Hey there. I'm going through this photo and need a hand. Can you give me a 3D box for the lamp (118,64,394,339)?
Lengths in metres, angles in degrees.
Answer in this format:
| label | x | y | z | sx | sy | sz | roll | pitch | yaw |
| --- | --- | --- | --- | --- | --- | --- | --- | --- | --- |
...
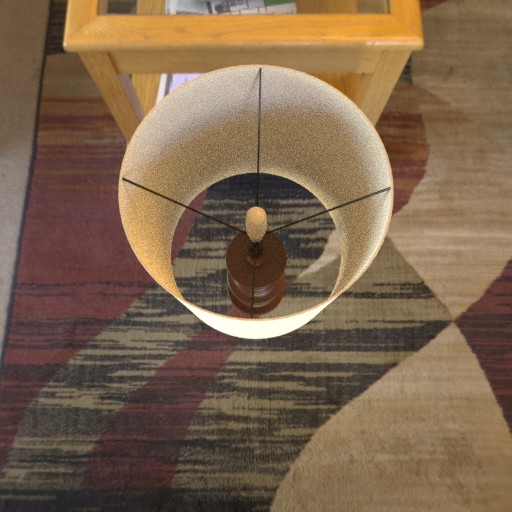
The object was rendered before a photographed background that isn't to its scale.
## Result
| label | x | y | z | sx | sy | sz | roll | pitch | yaw |
| --- | --- | --- | --- | --- | --- | --- | --- | --- | --- |
| lamp | 0.000 | 0.000 | 0.557 | 0.208 | 0.455 | 0.208 | -17 | 77 | -4 |
